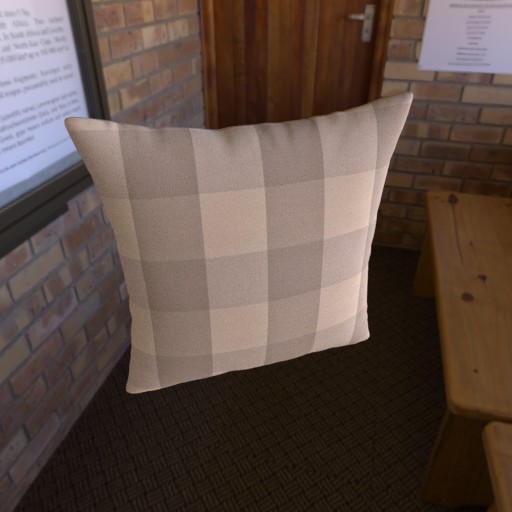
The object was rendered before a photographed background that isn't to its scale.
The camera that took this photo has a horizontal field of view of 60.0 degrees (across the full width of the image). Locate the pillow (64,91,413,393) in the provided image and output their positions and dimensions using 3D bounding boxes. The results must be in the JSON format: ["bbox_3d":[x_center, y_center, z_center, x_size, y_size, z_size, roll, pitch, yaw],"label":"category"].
[{"bbox_3d":[0.000,0.000,0.760,0.511,0.509,0.161,-9,33,-15],"label":"pillow"}]
